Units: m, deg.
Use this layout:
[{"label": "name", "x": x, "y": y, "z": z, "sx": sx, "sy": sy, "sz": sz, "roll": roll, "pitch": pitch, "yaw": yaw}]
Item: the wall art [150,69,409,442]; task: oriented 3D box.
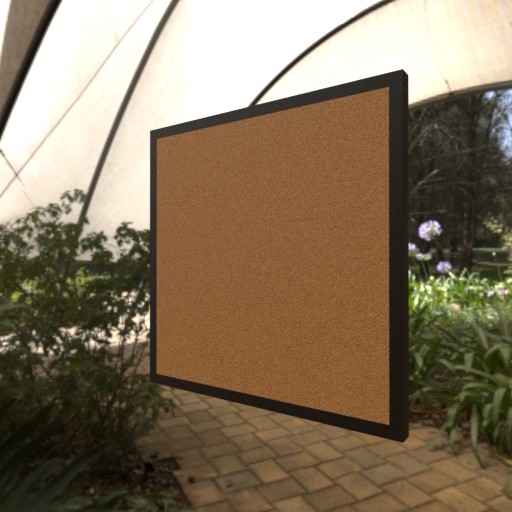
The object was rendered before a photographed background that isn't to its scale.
[{"label": "wall art", "x": 0.000, "y": 0.000, "z": 1.139, "sx": 0.762, "sy": 0.762, "sz": 0.038, "roll": 0, "pitch": 0, "yaw": 35}]
